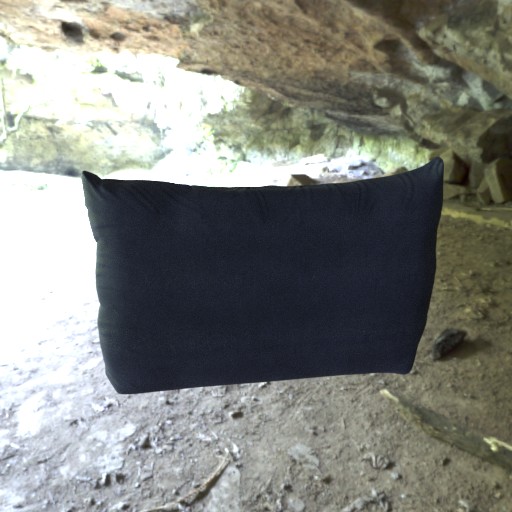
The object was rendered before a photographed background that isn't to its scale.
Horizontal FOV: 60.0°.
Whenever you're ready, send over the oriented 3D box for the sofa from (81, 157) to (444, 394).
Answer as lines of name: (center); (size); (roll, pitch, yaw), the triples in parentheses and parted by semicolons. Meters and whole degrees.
sofa: (0.000, 0.000, 1.732); (1.122, 0.778, 0.849); (-2, 16, -9)
